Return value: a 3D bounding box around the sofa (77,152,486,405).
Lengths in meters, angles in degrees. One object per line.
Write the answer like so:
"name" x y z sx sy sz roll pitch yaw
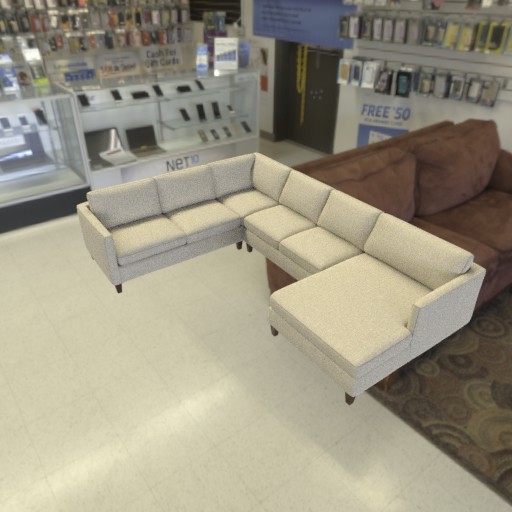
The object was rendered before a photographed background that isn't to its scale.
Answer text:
"sofa" 0.000 0.000 4.490 2.551 0.889 3.403 -21 38 -29
